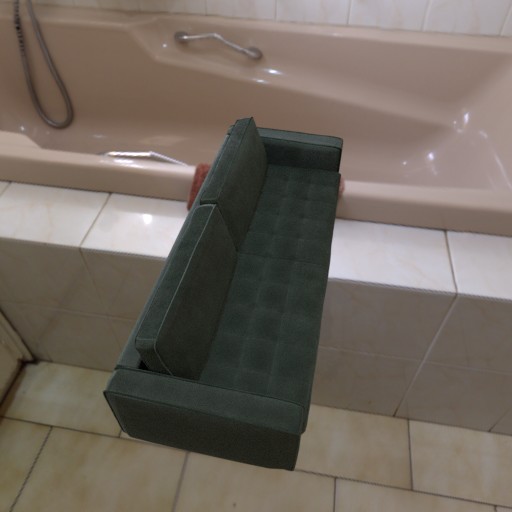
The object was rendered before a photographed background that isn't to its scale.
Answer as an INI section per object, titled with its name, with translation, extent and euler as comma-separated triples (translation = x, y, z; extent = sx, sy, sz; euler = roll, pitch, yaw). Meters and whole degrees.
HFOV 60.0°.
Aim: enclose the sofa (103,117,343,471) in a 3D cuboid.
[sofa]
translation = 0.000, 0.000, 2.669
extent = 0.886, 0.781, 2.214
euler = 9, 48, 8
